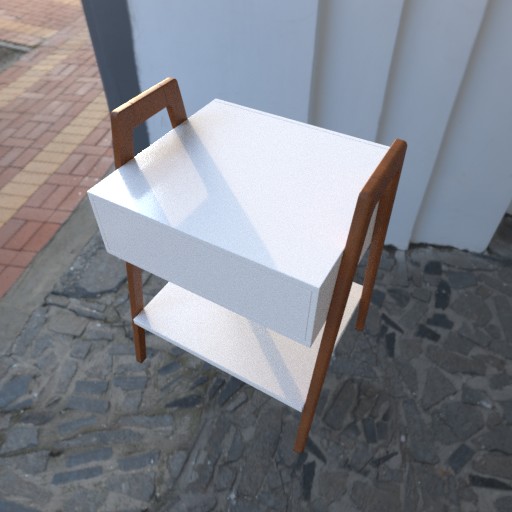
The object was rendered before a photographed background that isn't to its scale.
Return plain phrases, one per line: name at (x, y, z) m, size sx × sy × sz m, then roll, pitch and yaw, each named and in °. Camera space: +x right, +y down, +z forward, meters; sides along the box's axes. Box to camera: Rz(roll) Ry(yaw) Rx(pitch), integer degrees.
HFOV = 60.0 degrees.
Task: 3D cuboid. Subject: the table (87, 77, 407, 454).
table at (0.000, 0.000, 0.922) m, size 0.457 × 0.610 × 0.405 m, roll 22°, pitch 50°, yaw 21°
